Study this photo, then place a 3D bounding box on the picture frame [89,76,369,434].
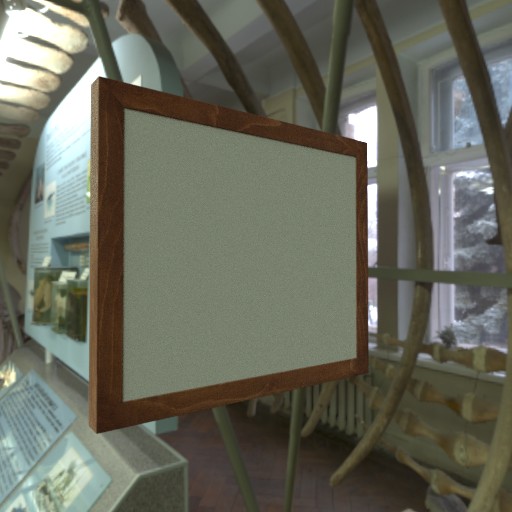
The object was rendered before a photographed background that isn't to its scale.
[{"bbox_3d":[0.000,0.000,0.531,0.381,0.330,0.025,1,-1,-36],"label":"picture frame"}]
